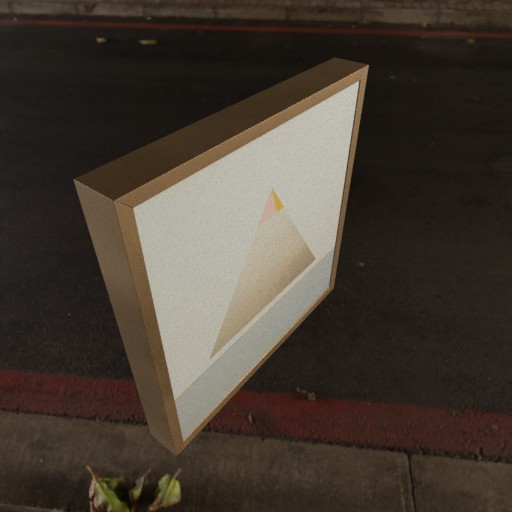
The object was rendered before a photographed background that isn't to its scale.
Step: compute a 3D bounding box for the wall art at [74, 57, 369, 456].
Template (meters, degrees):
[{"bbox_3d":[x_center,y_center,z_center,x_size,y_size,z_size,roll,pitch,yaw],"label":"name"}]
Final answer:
[{"bbox_3d":[0.000,0.000,0.446,0.038,0.303,0.305,27,47,28],"label":"wall art"}]
